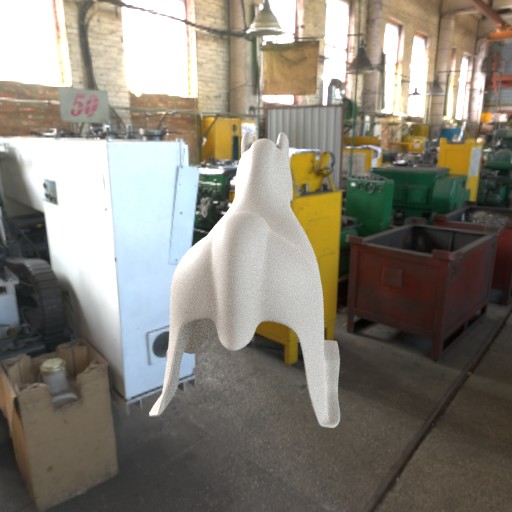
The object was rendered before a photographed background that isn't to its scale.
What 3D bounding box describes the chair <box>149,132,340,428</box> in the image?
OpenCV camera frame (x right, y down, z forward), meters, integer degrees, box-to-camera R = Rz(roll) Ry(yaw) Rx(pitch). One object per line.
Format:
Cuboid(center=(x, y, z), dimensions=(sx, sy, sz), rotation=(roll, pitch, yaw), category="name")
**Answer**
Cuboid(center=(0.000, 0.000, 1.133), dimensions=(0.429, 0.612, 0.800), rotation=(2, 16, 6), category="chair")
